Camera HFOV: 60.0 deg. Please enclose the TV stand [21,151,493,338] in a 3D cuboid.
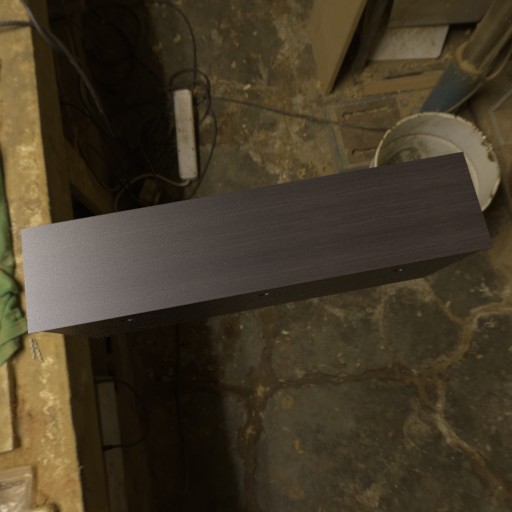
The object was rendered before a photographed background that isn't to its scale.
[{"bbox_3d":[0.000,0.000,2.006,1.778,0.610,0.406,-10,77,-2],"label":"TV stand"}]
